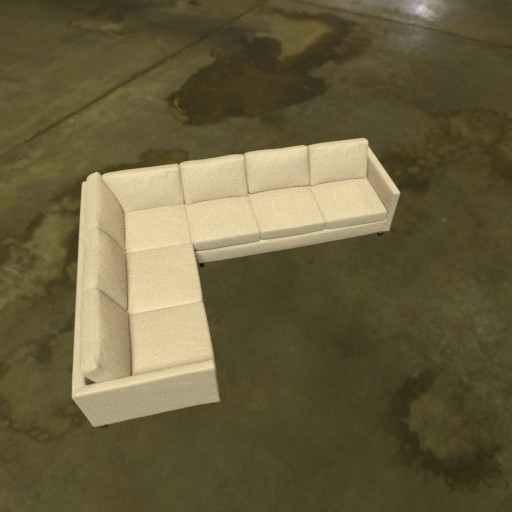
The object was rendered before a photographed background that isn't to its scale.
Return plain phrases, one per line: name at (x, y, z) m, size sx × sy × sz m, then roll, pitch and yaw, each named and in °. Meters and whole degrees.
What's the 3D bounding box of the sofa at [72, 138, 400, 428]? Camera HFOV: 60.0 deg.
sofa at (0.000, 0.000, 4.257) m, size 3.182 × 0.863 × 2.432 m, roll -10°, pitch 49°, yaw -9°
